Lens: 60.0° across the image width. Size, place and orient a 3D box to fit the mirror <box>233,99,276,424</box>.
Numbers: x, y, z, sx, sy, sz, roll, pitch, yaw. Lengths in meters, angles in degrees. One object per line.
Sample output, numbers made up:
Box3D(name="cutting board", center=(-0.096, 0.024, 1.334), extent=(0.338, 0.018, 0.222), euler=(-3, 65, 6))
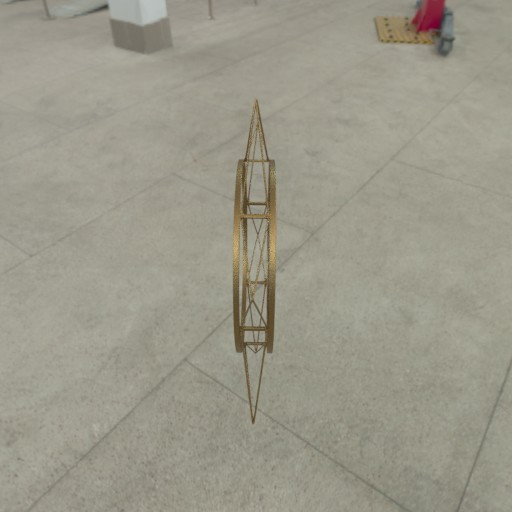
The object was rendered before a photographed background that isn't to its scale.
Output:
Box3D(name="mirror", center=(0.000, 0.000, 0.810), extent=(0.062, 0.581, 0.498), euler=(1, 41, 1))
